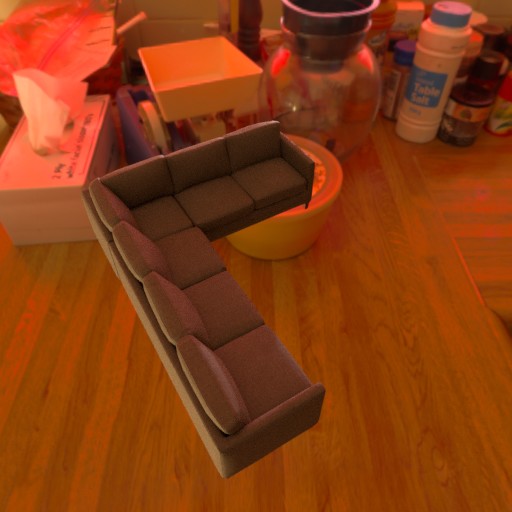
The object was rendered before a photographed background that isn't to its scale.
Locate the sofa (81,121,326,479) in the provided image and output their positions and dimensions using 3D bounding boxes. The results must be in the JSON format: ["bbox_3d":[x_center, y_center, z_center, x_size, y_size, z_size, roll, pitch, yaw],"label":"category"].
[{"bbox_3d":[0.000,0.000,4.548,2.593,0.947,3.302,-24,52,-20],"label":"sofa"}]
